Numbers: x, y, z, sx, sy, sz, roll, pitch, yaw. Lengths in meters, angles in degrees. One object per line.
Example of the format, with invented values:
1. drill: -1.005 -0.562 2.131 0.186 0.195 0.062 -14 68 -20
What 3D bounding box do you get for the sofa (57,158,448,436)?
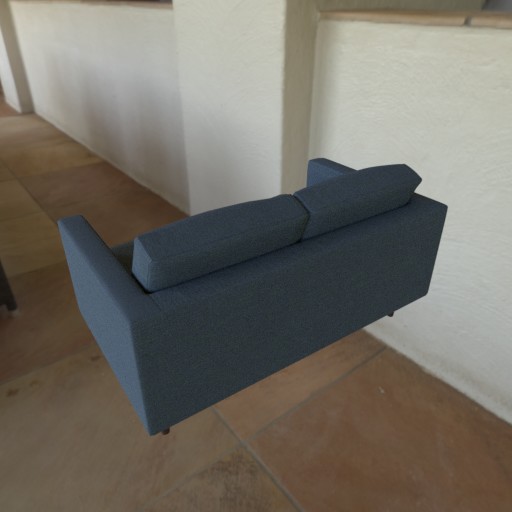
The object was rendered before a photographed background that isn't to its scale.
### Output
1. sofa: 0.000 0.000 2.295 1.659 0.907 0.999 -19 35 -29
